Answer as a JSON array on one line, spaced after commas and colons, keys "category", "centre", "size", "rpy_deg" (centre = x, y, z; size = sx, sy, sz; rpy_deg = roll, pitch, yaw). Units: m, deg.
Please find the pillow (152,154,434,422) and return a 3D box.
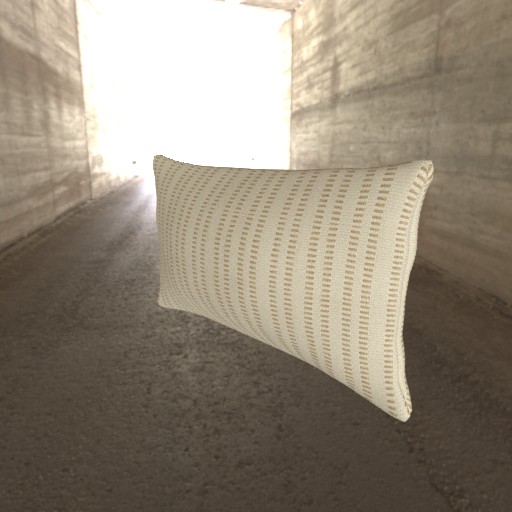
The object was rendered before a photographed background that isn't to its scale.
[{"category": "pillow", "centre": [0.000, 0.000, 0.800], "size": [0.210, 0.353, 0.640], "rpy_deg": [-13, 19, -42]}]
